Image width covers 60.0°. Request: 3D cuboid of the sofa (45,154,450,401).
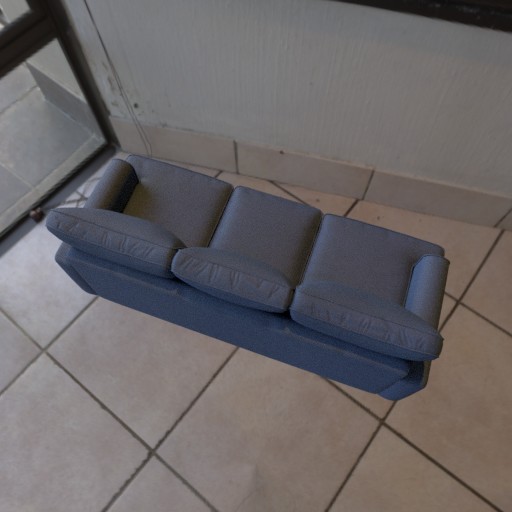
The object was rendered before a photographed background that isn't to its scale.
[{"bbox_3d":[0.000,0.000,2.650,2.158,0.965,0.951,18,66,8],"label":"sofa"}]
